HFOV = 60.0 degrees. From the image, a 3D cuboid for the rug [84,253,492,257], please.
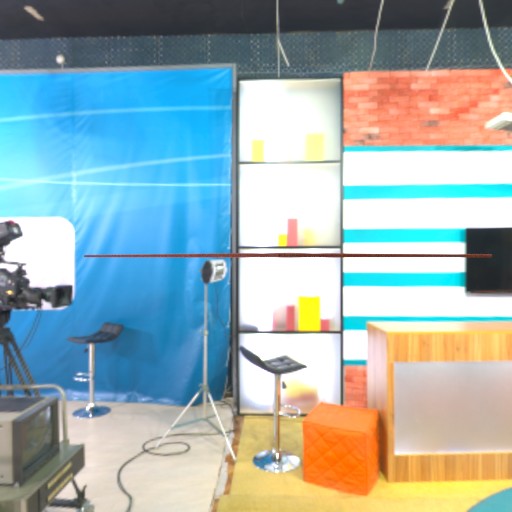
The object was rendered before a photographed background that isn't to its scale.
[{"bbox_3d":[0.000,0.000,2.308,1.219,0.014,1.829,0,0,-37],"label":"rug"}]
